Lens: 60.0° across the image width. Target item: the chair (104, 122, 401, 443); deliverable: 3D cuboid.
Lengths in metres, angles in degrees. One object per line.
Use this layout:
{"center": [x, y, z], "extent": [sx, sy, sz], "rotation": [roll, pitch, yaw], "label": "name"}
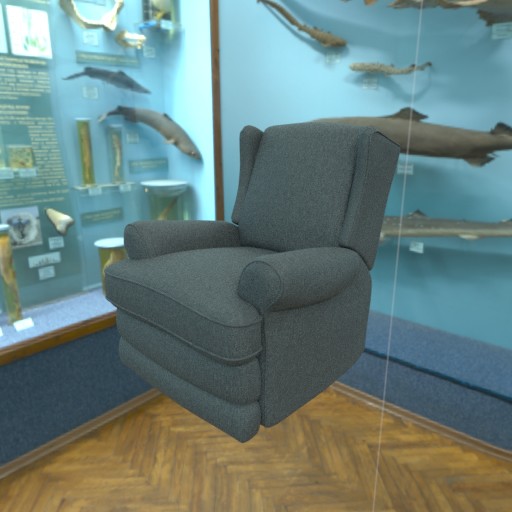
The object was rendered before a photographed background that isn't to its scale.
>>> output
{"center": [0.000, 0.000, 1.745], "extent": [0.847, 1.011, 0.969], "rotation": [15, 23, 41], "label": "chair"}
